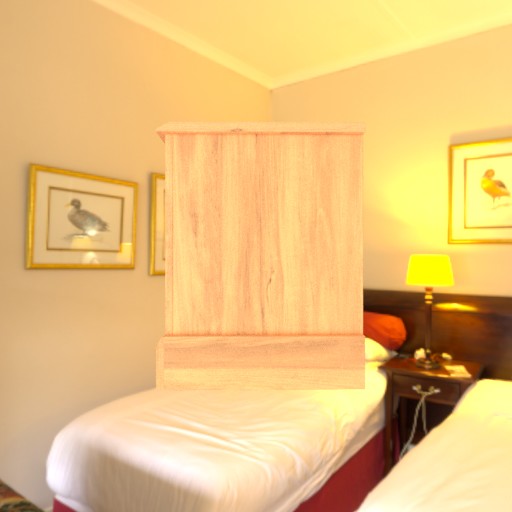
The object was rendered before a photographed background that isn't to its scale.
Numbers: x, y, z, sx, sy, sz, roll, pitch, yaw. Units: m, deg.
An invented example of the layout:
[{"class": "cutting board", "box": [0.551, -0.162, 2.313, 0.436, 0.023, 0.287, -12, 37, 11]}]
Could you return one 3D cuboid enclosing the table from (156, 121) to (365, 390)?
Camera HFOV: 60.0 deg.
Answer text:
[{"class": "table", "box": [0.000, 0.000, 1.444, 0.400, 0.510, 1.200, 0, 0, -1]}]
